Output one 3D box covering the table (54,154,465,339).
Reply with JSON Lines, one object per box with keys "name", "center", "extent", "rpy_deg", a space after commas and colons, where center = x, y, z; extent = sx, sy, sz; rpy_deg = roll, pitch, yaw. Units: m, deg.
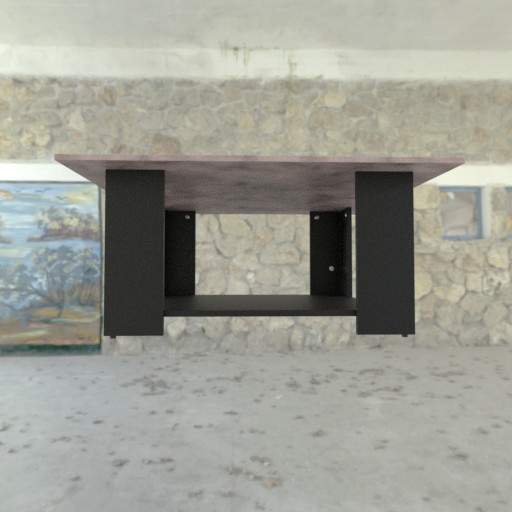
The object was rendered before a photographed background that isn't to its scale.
{"name": "table", "center": [0.000, 0.000, 1.051], "extent": [0.670, 0.305, 0.670], "rpy_deg": [0, -2, -2]}
